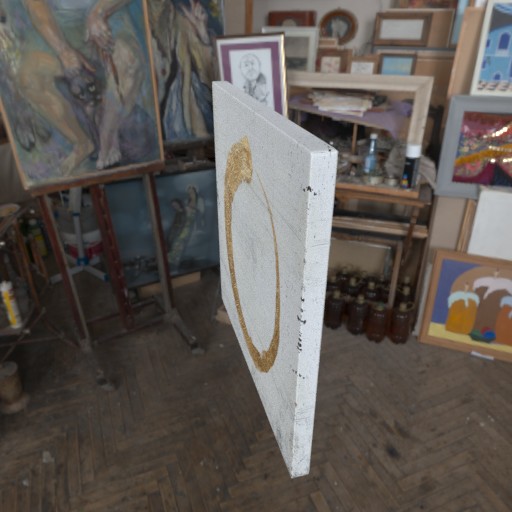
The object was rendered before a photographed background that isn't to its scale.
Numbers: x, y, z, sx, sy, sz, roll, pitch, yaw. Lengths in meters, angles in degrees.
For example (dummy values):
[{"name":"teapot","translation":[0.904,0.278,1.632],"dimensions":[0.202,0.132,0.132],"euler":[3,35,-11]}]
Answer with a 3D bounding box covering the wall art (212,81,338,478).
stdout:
[{"name":"wall art","translation":[0.000,0.000,0.928],"dimensions":[0.040,0.611,0.610],"euler":[-8,30,-14]}]
